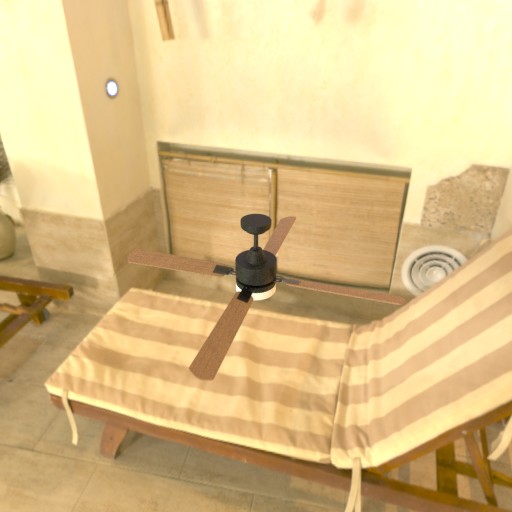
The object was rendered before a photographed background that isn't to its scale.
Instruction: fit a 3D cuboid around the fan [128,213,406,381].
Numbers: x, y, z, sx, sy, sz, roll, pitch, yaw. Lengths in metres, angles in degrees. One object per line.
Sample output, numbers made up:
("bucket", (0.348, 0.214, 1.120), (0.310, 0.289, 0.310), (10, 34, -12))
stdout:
("fan", (0.000, 0.000, 1.982), (1.320, 0.355, 1.320), (9, 32, 15))
